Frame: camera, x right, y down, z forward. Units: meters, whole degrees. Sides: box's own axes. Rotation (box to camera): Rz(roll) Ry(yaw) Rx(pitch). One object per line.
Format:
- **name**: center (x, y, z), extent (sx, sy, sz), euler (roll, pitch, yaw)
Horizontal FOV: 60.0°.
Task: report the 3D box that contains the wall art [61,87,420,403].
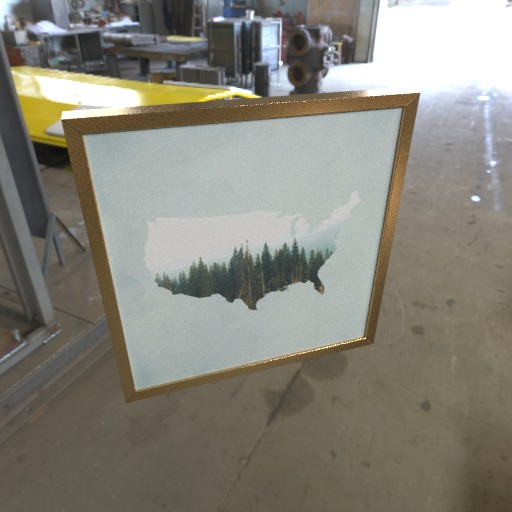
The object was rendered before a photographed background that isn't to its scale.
- **wall art**: center (0.000, 0.000, 0.753), extent (0.509, 0.509, 0.040), euler (-10, 33, -15)
